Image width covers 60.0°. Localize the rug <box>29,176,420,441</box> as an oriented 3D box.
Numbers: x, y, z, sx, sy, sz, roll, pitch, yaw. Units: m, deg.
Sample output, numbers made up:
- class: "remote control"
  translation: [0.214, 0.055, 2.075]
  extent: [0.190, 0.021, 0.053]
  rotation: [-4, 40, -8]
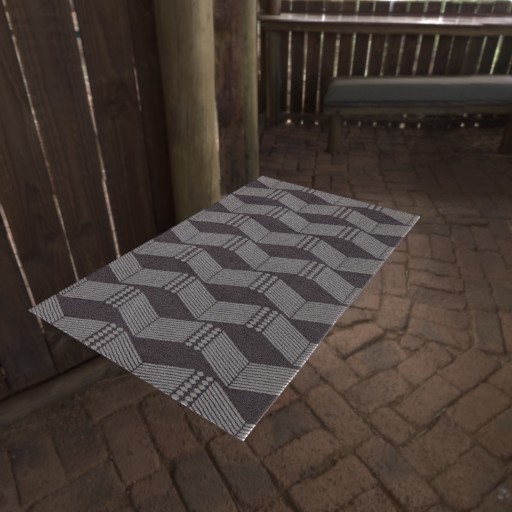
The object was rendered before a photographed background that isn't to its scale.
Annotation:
- class: "rug"
  translation: [0.000, 0.000, 3.043]
  extent: [1.517, 0.011, 2.435]
  rotation: [20, 37, 28]
